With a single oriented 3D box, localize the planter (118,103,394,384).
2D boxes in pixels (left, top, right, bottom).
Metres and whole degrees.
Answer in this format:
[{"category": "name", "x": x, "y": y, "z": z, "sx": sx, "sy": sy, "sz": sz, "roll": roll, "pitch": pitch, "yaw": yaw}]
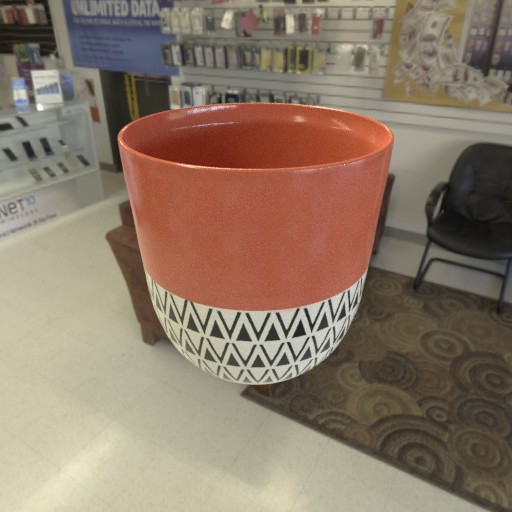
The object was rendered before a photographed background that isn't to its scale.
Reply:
[{"category": "planter", "x": 0.000, "y": 0.000, "z": 0.375, "sx": 0.195, "sy": 0.214, "sz": 0.195, "roll": 0, "pitch": 29, "yaw": 0}]
